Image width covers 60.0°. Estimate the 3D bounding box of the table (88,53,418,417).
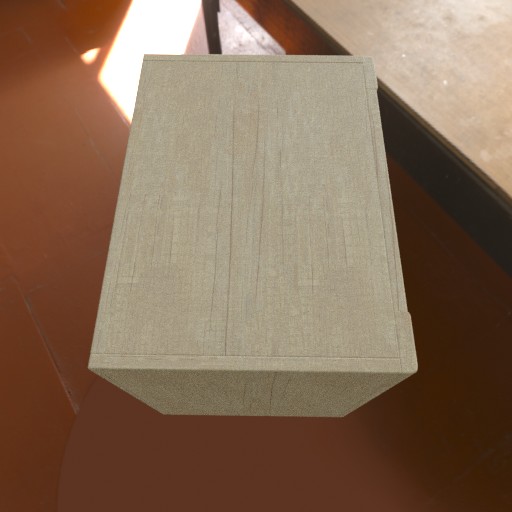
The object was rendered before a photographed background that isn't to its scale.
[{"bbox_3d":[0.000,0.000,0.913,0.420,0.510,0.570,1,64,0],"label":"table"}]
